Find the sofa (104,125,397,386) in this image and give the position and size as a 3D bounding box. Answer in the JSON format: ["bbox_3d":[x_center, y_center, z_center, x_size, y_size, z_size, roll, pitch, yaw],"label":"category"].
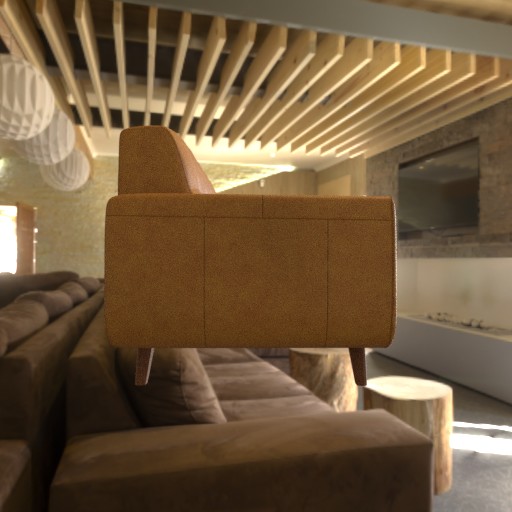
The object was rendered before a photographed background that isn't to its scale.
[{"bbox_3d":[0.000,0.000,2.213,0.952,0.925,1.651,0,0,0],"label":"sofa"}]
